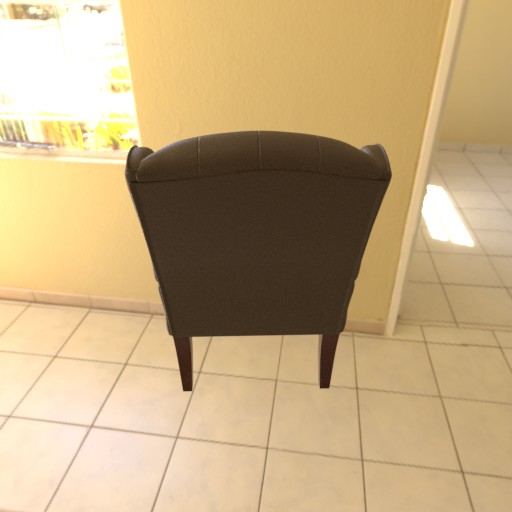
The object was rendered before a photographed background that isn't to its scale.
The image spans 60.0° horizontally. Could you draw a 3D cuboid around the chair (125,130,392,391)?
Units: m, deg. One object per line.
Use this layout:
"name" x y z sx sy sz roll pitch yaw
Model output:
"chair" 0.000 0.000 1.691 0.829 1.132 0.819 -1 32 -1
